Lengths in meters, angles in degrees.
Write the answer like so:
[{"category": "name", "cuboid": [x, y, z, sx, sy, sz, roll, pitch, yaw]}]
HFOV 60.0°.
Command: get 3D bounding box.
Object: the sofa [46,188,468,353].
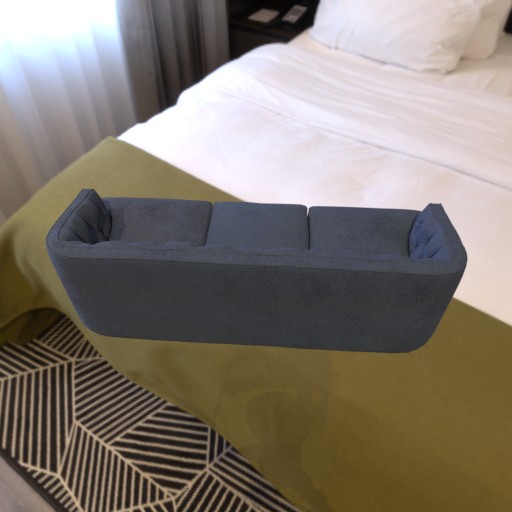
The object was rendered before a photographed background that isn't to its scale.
[{"category": "sofa", "cuboid": [0.000, 0.000, 2.763, 2.278, 0.855, 0.941, 3, 46, 3]}]
